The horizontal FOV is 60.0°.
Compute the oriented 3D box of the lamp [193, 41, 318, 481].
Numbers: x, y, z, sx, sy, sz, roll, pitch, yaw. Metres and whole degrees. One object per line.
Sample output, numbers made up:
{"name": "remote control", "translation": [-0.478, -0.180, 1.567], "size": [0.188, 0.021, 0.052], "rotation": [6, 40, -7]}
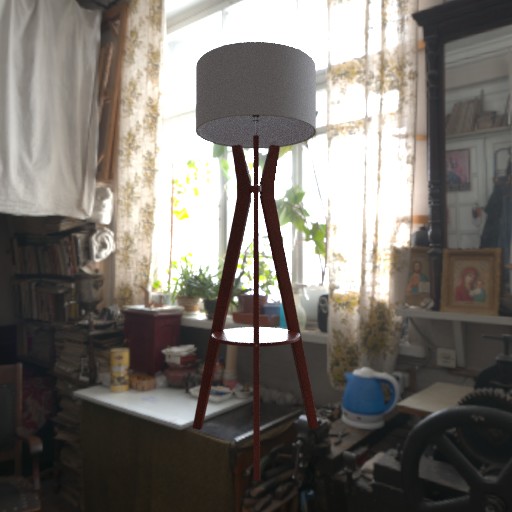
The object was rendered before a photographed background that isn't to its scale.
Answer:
{"name": "lamp", "translation": [0.000, 0.000, 1.717], "size": [0.539, 1.472, 0.542], "rotation": [0, 0, -1]}
